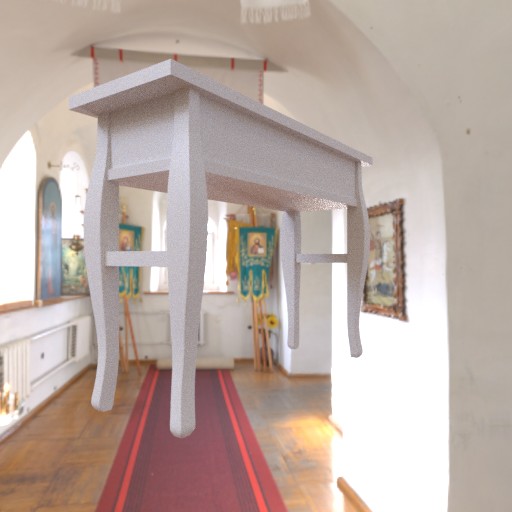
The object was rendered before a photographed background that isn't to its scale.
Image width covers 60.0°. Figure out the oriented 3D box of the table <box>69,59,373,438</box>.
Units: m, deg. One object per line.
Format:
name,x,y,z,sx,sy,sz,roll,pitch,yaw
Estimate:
table,0.000,0.000,1.400,0.373,0.768,1.062,0,0,36
